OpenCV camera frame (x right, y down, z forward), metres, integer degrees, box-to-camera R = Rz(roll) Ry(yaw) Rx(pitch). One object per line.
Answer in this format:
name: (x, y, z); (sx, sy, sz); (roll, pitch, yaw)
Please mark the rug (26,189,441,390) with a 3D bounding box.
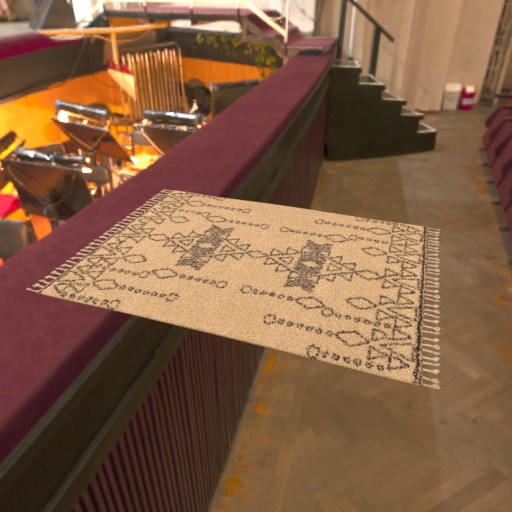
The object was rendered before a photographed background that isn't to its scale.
rug: (0.000, 0.000, 3.839); (3.027, 0.028, 2.125); (10, 33, 16)
